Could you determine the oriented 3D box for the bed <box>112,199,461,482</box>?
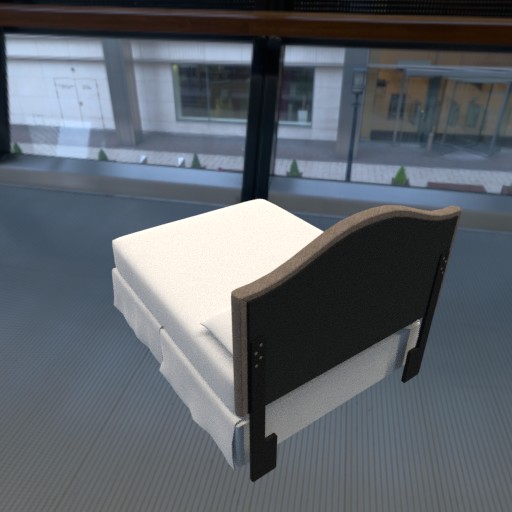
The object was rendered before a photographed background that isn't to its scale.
[{"bbox_3d":[0.000,0.000,3.342,1.713,1.518,2.153,-19,36,-30],"label":"bed"}]
